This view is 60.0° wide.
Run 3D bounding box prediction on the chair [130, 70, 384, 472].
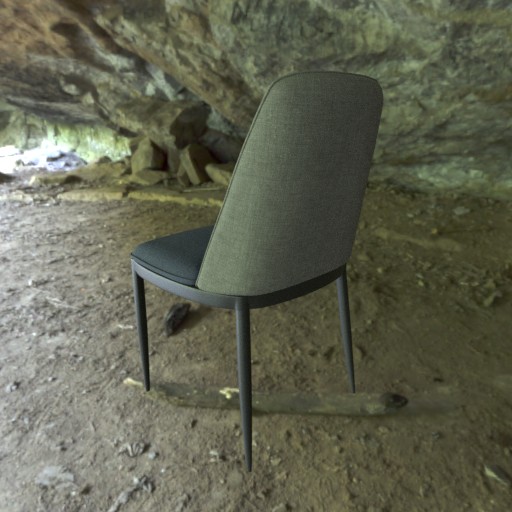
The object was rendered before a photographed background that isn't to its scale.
[{"bbox_3d":[0.000,0.000,1.160,0.550,0.855,0.488,16,23,42],"label":"chair"}]
